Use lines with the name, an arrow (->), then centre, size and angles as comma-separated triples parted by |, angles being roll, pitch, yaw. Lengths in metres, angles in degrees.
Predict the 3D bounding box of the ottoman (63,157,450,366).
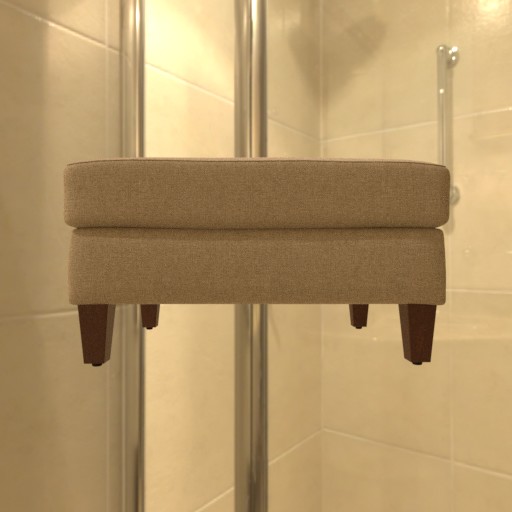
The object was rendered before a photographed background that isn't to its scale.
ottoman -> 0.000, 0.000, 1.316 | 0.898, 0.519, 0.677 | 0, -1, -1
